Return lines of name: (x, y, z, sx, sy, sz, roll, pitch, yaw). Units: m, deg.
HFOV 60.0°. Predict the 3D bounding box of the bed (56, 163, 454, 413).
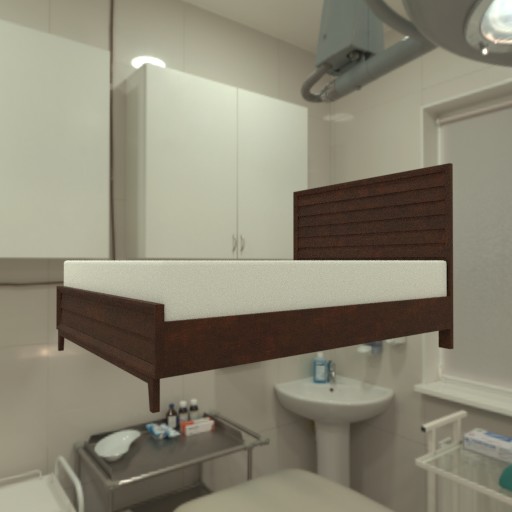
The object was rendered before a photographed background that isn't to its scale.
bed: (0.000, 0.000, 3.027, 2.184, 1.270, 1.600, 0, -1, -37)
